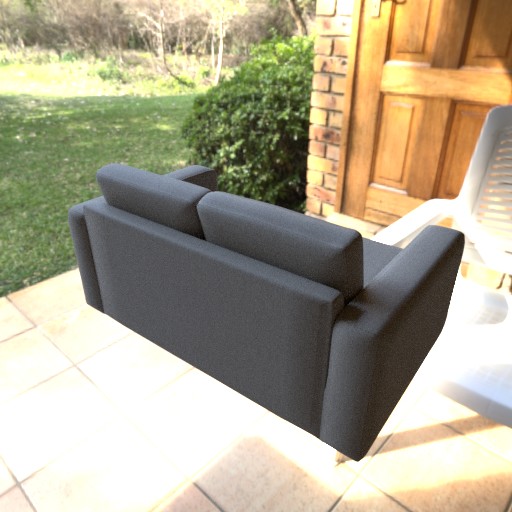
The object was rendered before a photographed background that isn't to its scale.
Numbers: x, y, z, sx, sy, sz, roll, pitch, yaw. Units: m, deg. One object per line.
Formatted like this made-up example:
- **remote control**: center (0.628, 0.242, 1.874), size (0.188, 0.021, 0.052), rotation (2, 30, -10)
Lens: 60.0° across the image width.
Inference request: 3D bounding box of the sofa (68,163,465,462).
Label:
- **sofa**: center (0.000, 0.000, 1.999), size (1.540, 0.800, 0.900), rotation (20, 35, 32)
